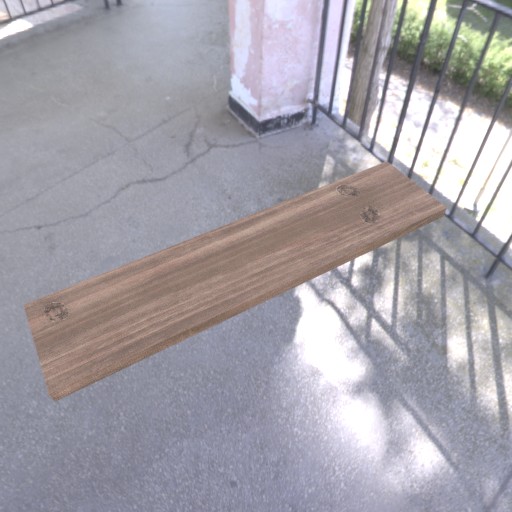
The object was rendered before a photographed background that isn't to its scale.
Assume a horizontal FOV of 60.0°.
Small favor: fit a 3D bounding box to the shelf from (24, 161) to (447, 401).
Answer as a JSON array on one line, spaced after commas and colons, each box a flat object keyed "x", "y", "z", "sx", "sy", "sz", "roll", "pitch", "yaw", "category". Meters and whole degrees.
[{"x": 0.000, "y": 0.000, "z": 0.638, "sx": 0.610, "sy": 0.020, "sz": 0.140, "roll": -23, "pitch": 52, "yaw": -20, "category": "shelf"}]
